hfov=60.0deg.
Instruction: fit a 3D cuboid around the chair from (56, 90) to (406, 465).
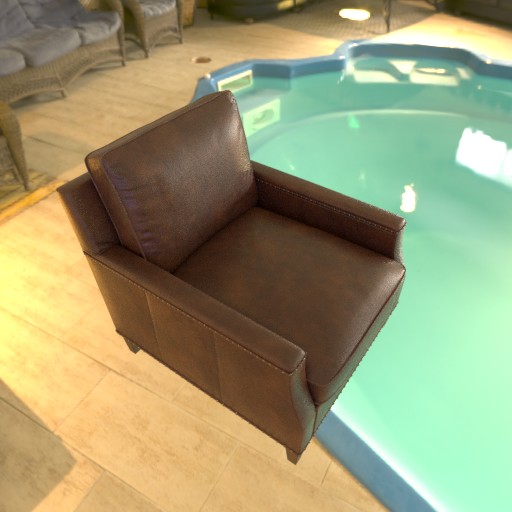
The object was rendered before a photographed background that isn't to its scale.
[{"bbox_3d":[0.000,0.000,1.697,1.014,0.929,0.853,25,48,26],"label":"chair"}]
